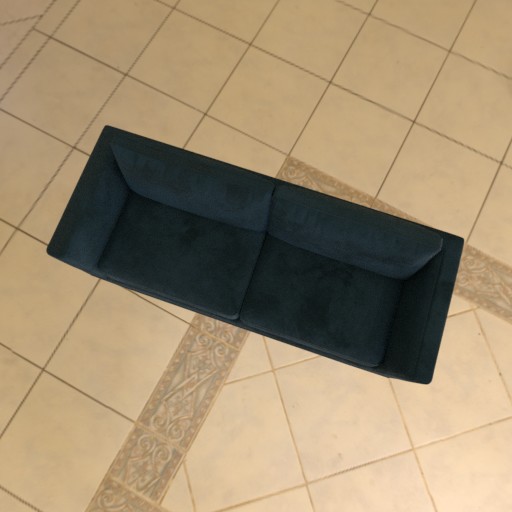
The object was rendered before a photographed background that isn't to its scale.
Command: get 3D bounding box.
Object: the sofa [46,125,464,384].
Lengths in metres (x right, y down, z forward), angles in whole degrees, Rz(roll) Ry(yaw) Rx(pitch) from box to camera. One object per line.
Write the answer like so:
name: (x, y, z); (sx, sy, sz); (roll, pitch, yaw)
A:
sofa: (0.000, 0.000, 2.715); (2.212, 0.998, 0.853); (18, 77, 4)
